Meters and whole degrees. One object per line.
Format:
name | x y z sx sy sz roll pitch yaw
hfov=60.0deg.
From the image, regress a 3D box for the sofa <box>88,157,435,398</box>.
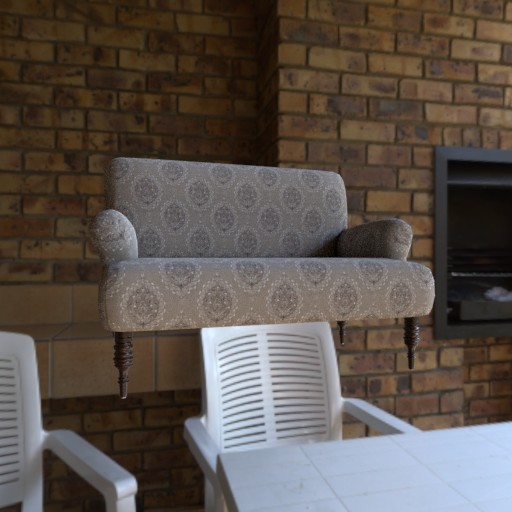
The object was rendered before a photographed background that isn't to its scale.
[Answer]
sofa | 0.000 0.000 1.847 1.297 0.889 0.779 0 0 -19
